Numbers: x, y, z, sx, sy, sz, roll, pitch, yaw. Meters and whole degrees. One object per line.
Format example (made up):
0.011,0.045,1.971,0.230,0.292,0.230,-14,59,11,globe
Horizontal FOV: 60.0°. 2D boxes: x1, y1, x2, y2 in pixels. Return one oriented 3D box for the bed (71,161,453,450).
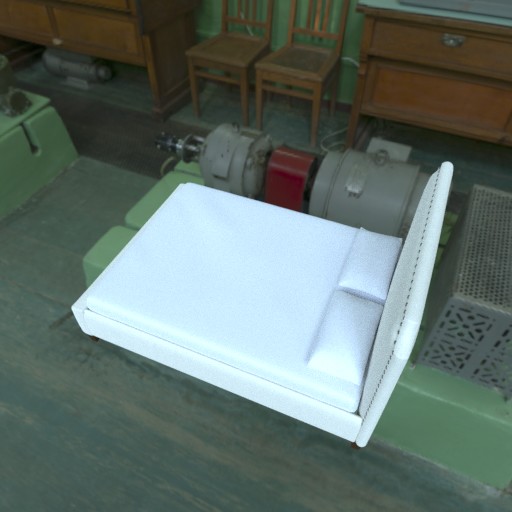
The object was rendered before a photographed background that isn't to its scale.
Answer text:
0.000,0.000,3.397,2.372,1.443,1.712,17,49,16,bed
